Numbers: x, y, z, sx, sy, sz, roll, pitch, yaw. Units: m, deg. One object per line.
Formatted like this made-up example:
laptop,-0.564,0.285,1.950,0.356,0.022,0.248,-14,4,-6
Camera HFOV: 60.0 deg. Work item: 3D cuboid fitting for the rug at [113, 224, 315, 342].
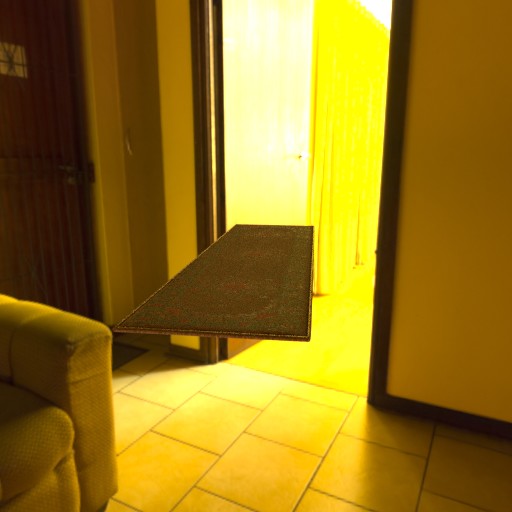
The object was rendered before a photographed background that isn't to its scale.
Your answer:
rug,0.000,0.000,2.537,0.659,0.019,2.297,2,13,8
